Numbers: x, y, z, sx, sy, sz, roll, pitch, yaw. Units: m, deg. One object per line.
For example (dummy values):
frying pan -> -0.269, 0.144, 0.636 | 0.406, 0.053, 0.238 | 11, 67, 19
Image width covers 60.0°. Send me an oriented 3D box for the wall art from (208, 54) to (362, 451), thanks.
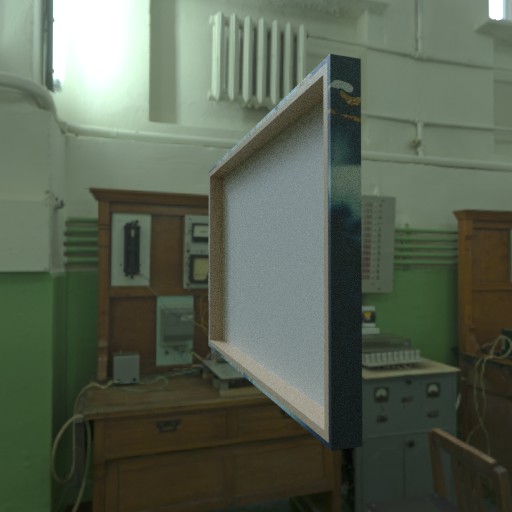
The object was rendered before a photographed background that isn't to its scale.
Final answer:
wall art -> 0.000, 0.000, 0.746 | 0.036, 0.405, 0.607 | 0, -1, -18
